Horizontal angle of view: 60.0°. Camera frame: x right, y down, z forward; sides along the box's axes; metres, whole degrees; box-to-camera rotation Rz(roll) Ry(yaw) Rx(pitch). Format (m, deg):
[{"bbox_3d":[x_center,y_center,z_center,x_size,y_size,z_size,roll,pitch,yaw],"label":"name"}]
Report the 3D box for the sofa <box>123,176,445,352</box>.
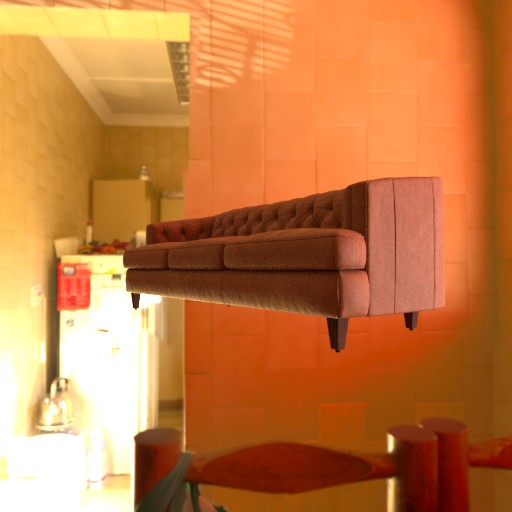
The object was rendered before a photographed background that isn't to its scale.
[{"bbox_3d":[0.000,0.000,2.759,0.922,0.791,2.257,1,-2,-36],"label":"sofa"}]
